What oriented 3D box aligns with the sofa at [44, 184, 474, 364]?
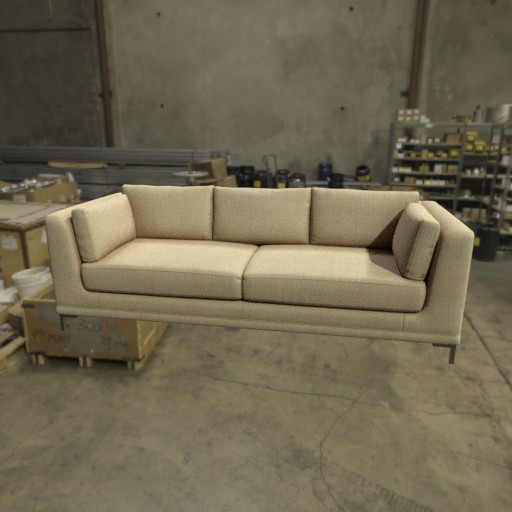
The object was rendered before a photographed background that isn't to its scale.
[{"bbox_3d":[0.000,0.000,2.958,2.415,0.867,0.969,3,17,10],"label":"sofa"}]
